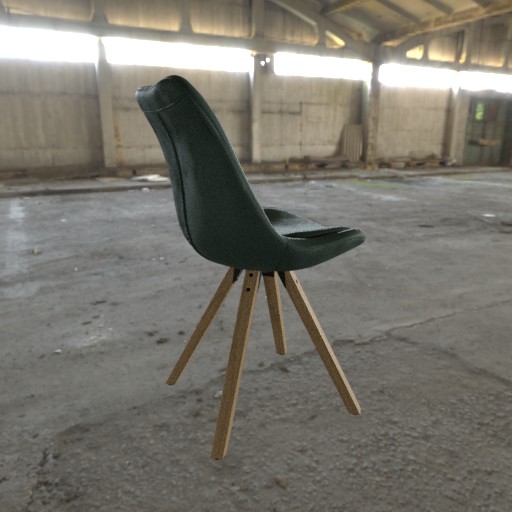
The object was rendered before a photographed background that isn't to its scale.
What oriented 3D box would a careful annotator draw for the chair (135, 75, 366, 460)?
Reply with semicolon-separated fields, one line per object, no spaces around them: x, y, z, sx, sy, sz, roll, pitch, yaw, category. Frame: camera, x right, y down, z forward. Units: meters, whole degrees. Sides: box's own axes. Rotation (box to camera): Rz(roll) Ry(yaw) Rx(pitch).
0.000;0.000;1.211;0.547;0.865;0.483;-8;16;-27;chair
